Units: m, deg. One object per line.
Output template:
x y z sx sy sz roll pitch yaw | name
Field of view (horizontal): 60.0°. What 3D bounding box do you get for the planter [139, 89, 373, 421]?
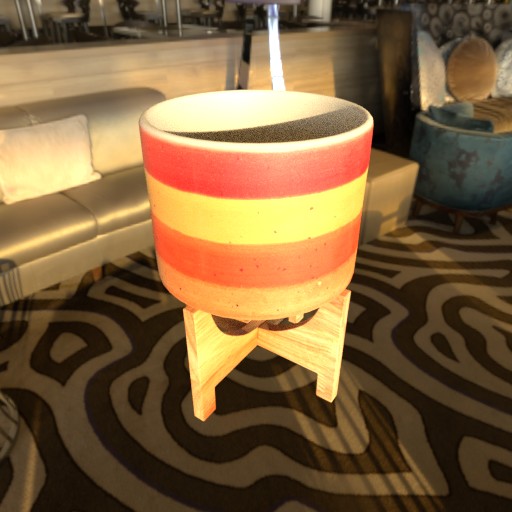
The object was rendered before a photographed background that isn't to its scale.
0.000 0.000 0.593 0.269 0.379 0.269 0 31 0 | planter
